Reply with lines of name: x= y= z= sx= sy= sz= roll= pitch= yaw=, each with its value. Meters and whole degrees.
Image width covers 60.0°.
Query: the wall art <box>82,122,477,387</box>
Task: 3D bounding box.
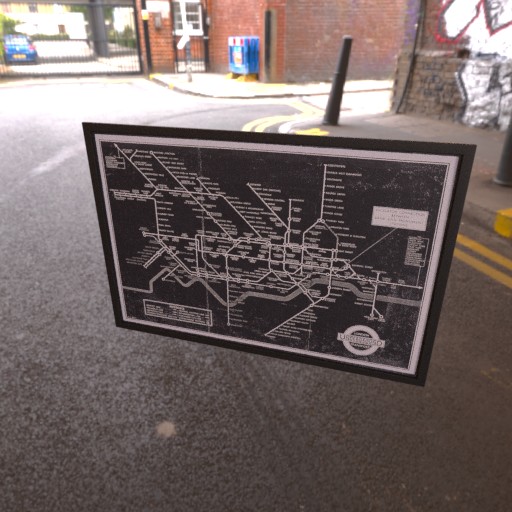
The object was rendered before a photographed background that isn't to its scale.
wall art: x=0.000 y=0.000 z=1.479 sx=1.192 sy=0.811 sz=0.013 roll=8 pitch=27 yaw=15
